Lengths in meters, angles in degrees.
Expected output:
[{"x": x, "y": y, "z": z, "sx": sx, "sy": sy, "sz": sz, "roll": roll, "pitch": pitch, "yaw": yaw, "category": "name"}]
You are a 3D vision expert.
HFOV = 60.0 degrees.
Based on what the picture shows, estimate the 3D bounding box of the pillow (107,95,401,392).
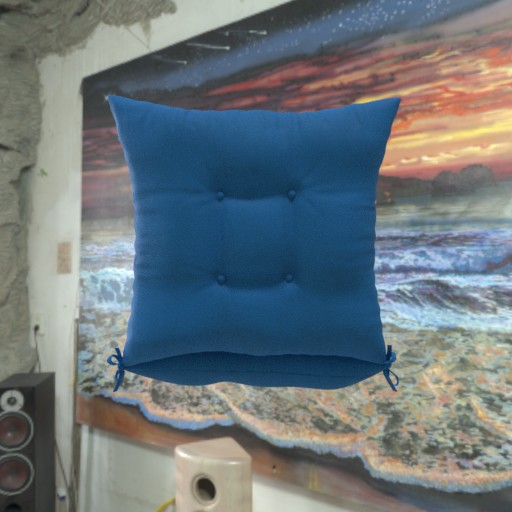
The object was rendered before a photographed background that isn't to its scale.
[{"x": 0.000, "y": 0.000, "z": 0.994, "sx": 0.541, "sy": 0.536, "sz": 0.585, "roll": 0, "pitch": -2, "yaw": 0, "category": "pillow"}]
